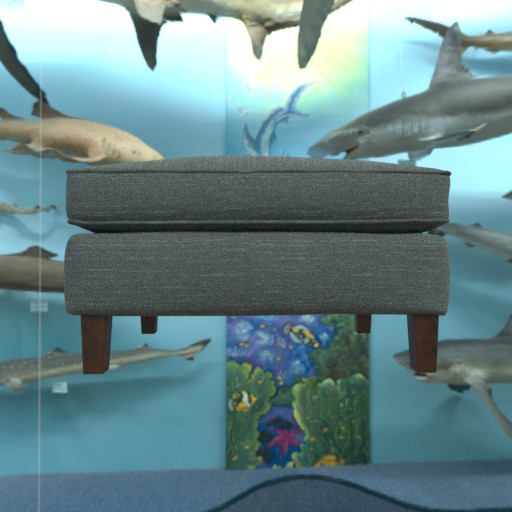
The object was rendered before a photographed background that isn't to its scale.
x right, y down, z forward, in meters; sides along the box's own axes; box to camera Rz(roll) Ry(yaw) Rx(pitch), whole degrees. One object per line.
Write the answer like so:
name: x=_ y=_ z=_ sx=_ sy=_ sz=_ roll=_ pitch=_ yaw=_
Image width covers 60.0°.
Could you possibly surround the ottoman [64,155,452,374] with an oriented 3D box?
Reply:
ottoman: x=0.000 y=0.000 z=0.981 sx=0.686 sy=0.406 sz=0.508 roll=0 pitch=-1 yaw=-1
